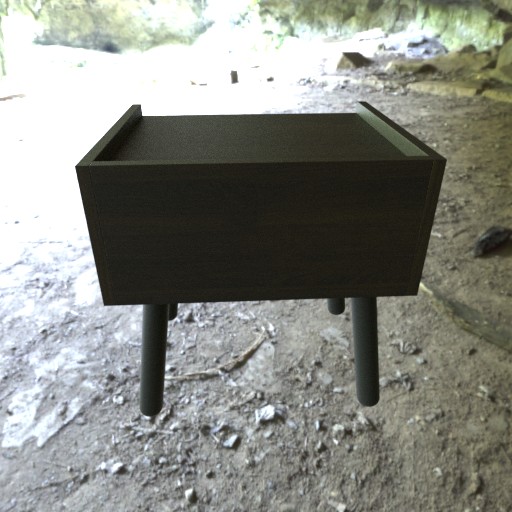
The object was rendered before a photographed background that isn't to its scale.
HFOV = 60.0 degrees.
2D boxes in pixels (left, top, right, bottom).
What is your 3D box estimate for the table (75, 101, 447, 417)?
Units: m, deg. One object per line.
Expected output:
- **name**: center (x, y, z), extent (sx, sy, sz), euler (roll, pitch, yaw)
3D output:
- **table**: center (0.000, 0.000, 0.811), extent (0.450, 0.470, 0.370), euler (-2, 30, -3)
